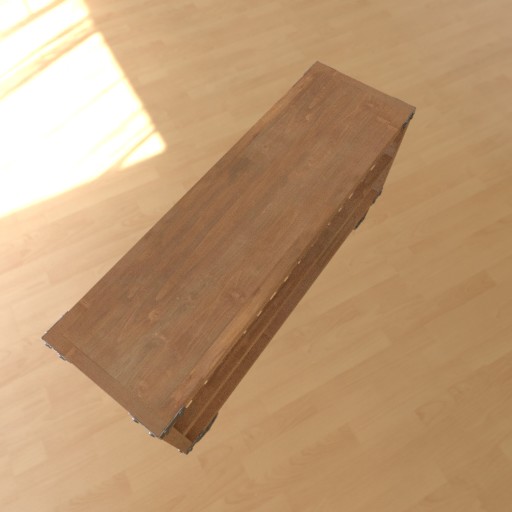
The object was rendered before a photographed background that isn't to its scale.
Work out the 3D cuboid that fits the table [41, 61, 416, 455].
[{"bbox_3d":[0.000,0.000,1.806,0.467,0.711,1.487,33,67,16],"label":"table"}]
